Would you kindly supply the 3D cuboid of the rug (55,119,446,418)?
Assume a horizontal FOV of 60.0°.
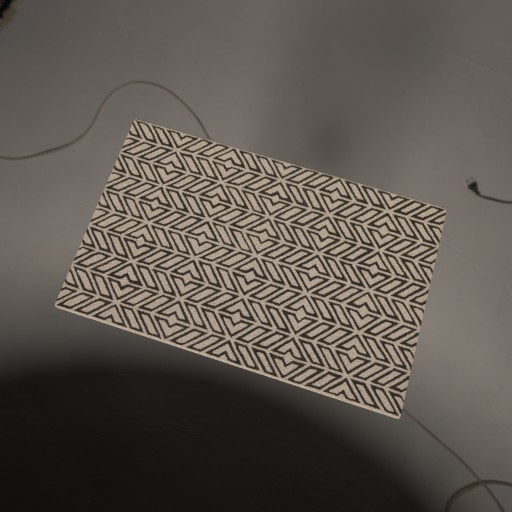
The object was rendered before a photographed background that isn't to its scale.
[{"bbox_3d":[0.000,0.000,3.143,2.438,0.008,1.523,17,76,4],"label":"rug"}]
